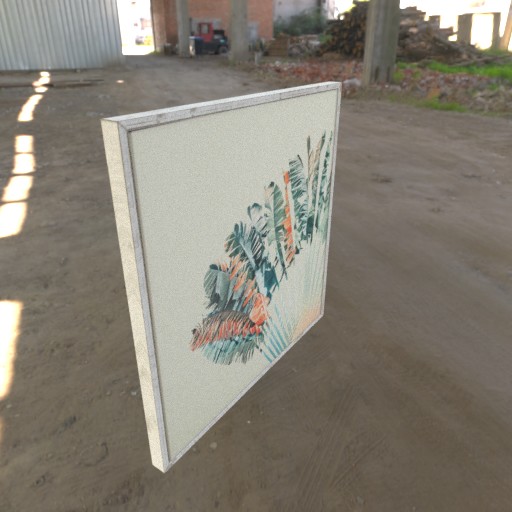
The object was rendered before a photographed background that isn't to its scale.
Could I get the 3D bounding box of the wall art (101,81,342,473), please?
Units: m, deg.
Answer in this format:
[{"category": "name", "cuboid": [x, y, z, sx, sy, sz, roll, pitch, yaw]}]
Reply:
[{"category": "wall art", "cuboid": [0.000, 0.000, 1.104, 0.038, 0.757, 0.760, 17, 31, 31]}]
